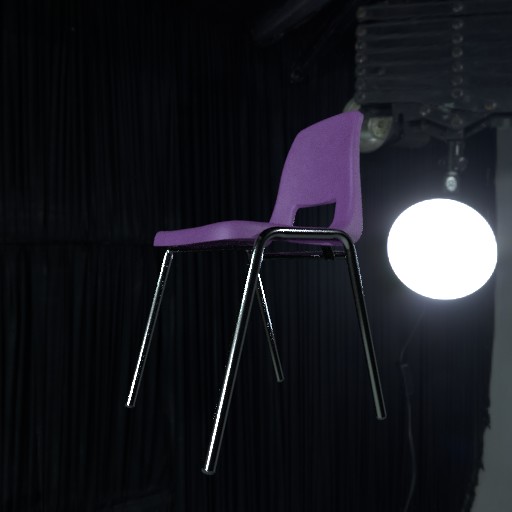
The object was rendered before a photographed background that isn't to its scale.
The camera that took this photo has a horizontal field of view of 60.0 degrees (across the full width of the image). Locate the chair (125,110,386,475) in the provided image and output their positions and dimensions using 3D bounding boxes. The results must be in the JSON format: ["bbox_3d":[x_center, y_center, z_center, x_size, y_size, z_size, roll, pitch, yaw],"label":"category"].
[{"bbox_3d":[0.000,0.000,0.926,0.432,0.654,0.381,1,-1,-34],"label":"chair"}]
